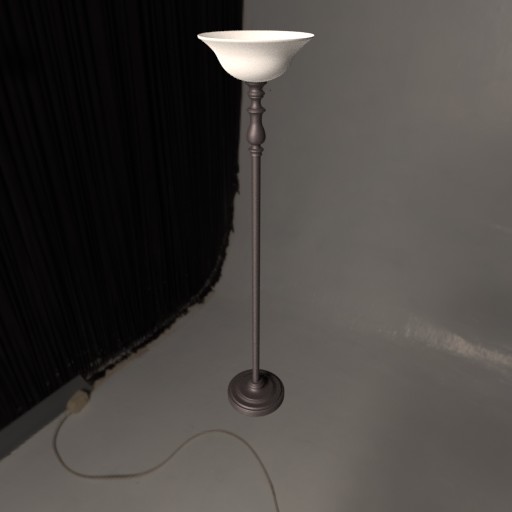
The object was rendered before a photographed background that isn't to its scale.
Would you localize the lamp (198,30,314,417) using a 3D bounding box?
[{"bbox_3d":[0.000,0.000,2.006,0.405,1.797,0.405,19,36,29],"label":"lamp"}]
